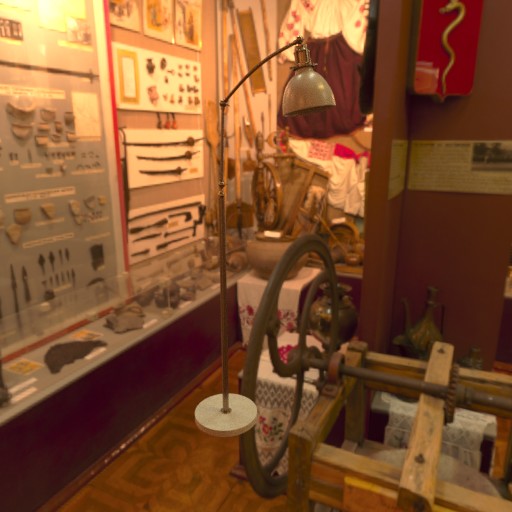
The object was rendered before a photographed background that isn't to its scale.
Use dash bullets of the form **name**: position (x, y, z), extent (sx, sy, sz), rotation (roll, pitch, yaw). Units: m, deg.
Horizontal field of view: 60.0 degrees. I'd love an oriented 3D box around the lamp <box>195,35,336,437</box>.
- **lamp**: position (0.000, 0.000, 1.781), extent (0.599, 1.586, 0.288), rotation (8, 17, 26)
